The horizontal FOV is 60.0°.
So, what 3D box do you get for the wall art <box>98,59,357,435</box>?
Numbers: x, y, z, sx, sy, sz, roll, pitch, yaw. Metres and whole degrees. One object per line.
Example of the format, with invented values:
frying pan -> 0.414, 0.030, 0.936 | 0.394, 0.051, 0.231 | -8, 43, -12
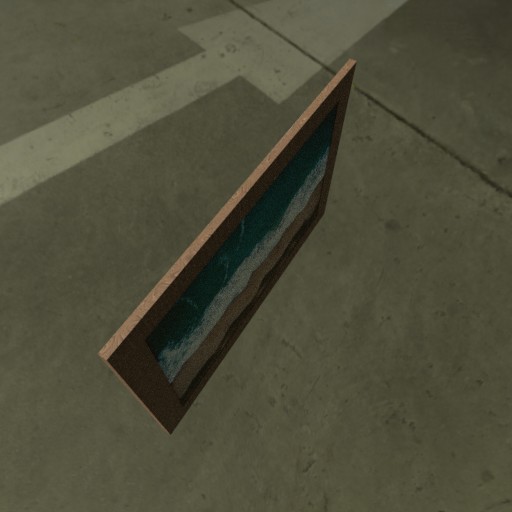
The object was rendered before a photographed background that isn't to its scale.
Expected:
wall art -> 0.000, 0.000, 1.177 | 0.019, 0.626, 0.917 | 28, 62, 17
